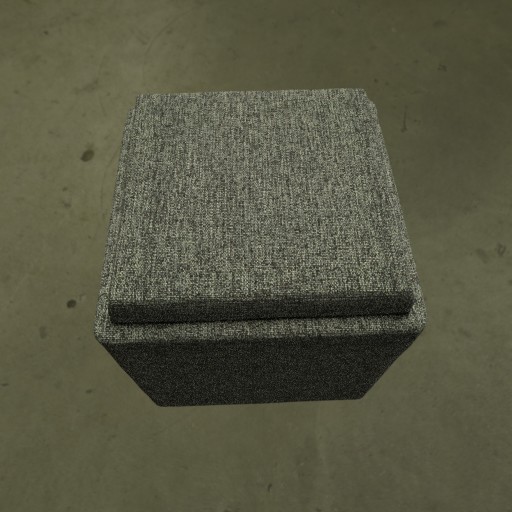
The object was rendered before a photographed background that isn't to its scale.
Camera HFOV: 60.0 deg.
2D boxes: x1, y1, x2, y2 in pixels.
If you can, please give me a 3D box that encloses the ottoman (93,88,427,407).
[{"bbox_3d":[0.000,0.000,0.833,0.450,0.463,0.450,-2,60,-1],"label":"ottoman"}]
